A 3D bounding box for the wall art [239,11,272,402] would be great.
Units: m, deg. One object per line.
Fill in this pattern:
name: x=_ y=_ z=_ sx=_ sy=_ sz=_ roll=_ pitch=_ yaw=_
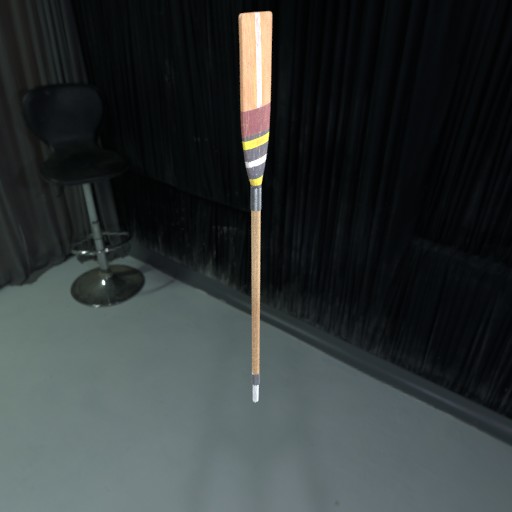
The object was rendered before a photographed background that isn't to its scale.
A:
wall art: x=0.000 y=0.000 z=1.611 sx=0.038 sy=1.556 sz=0.146 roll=20 pitch=38 yaw=29
